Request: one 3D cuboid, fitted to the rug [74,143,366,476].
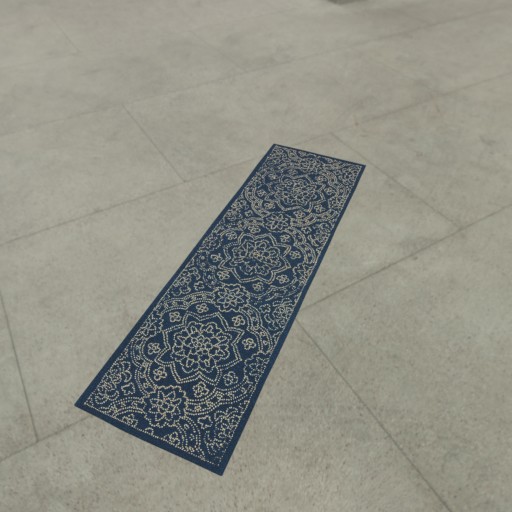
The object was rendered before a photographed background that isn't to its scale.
[{"bbox_3d":[0.000,0.000,2.712,0.769,0.012,2.448,18,48,16],"label":"rug"}]
